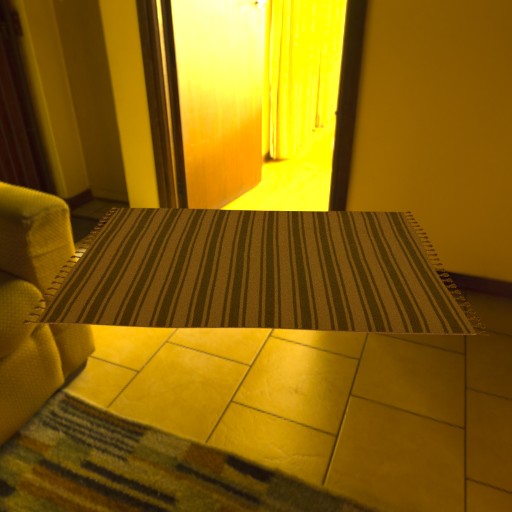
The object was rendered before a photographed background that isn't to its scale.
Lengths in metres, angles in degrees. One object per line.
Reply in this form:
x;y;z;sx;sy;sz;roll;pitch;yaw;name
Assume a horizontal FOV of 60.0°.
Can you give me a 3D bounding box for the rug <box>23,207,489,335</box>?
0.000;0.000;2.252;1.875;0.013;1.162;1;30;2;rug
